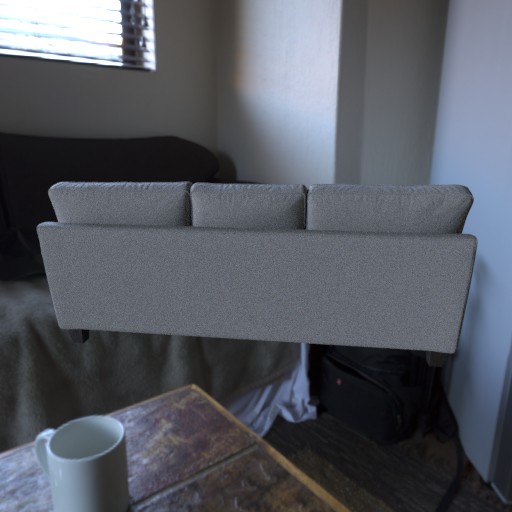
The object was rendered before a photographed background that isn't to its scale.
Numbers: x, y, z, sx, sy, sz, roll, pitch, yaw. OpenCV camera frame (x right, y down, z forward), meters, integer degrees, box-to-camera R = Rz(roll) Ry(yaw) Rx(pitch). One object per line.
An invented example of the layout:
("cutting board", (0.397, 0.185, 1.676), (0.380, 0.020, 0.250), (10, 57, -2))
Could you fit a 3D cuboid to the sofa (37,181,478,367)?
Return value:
("sofa", (0.000, 0.000, 2.815), (2.323, 0.997, 1.016), (2, 16, 8))
